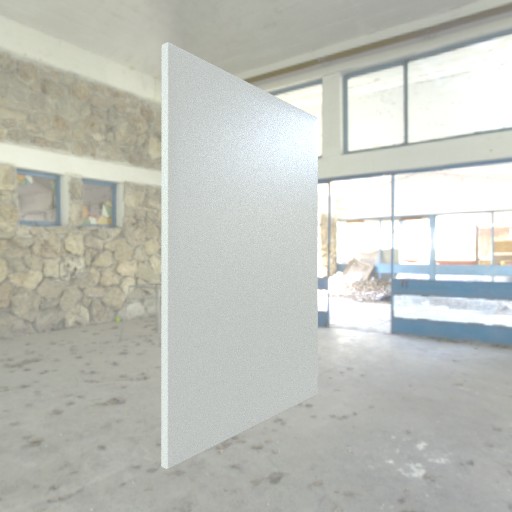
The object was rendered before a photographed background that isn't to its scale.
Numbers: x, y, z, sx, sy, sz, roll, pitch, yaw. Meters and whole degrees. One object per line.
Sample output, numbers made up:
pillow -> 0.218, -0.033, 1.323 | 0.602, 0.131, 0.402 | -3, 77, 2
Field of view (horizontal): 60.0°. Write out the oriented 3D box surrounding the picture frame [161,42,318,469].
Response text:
picture frame -> 0.000, 0.000, 0.707 | 0.012, 0.534, 0.381 | 0, 0, 37
